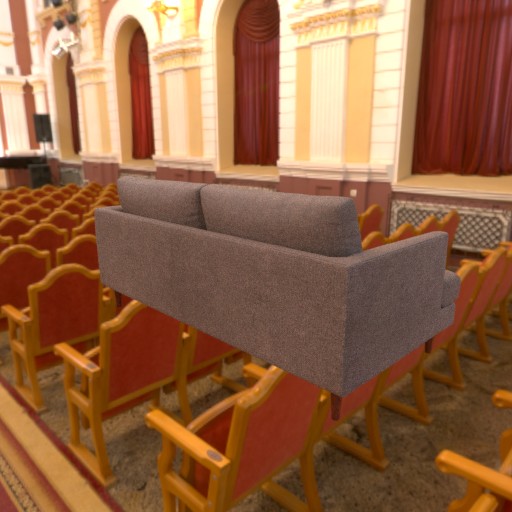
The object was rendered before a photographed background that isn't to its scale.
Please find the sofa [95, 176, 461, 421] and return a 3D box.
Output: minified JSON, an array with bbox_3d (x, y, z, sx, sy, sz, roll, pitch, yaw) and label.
[{"bbox_3d":[0.000,0.000,2.556,1.020,0.868,1.948,-14,20,-43],"label":"sofa"}]
